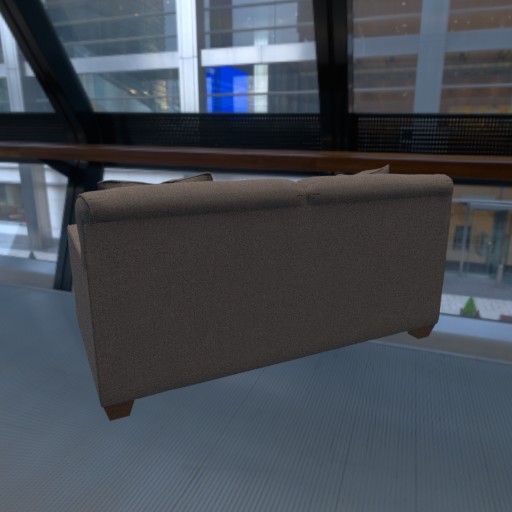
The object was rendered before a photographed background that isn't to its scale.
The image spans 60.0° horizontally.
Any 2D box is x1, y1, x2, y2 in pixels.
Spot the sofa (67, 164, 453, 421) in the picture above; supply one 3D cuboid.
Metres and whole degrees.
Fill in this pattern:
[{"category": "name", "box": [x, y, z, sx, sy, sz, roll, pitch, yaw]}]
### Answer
[{"category": "sofa", "box": [0.000, 0.000, 2.425, 1.846, 0.958, 1.000, -7, 17, -26]}]
